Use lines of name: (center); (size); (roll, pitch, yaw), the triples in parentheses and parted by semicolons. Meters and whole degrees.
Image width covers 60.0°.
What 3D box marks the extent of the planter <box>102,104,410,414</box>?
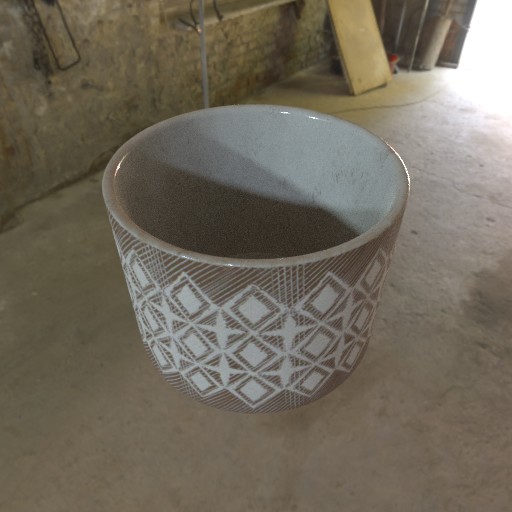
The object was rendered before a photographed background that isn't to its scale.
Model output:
planter: (0.000, 0.000, 0.222); (0.126, 0.104, 0.126); (0, 42, 0)
